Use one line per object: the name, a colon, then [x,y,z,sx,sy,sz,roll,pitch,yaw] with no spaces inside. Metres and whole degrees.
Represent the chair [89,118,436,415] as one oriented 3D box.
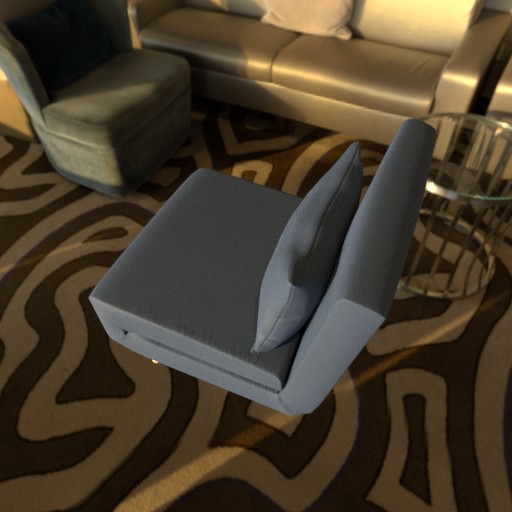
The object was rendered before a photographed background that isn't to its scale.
chair: [0.000,0.000,1.506,0.900,0.808,0.770,17,50,15]
